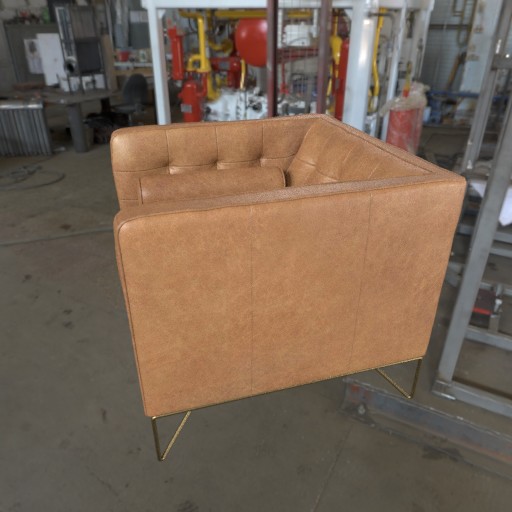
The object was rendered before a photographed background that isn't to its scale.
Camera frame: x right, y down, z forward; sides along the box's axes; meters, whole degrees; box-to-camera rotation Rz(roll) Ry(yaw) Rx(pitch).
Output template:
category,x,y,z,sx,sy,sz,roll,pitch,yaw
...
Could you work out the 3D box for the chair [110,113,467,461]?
category,x,y,z,sx,sy,sz,roll,pitch,yaw
chair,0.000,0.000,1.601,0.912,0.797,0.920,-8,30,-15
